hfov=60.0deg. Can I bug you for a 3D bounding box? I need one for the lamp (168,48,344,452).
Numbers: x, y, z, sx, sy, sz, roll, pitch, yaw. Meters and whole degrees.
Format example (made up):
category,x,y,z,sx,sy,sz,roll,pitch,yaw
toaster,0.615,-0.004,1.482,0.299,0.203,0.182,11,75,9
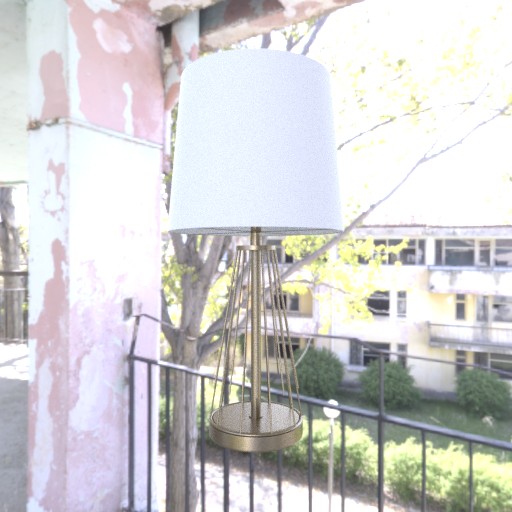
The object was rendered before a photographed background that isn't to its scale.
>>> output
category,x,y,z,sx,sy,sz,roll,pitch,yaw
lamp,0.000,0.000,0.776,0.303,0.618,0.303,0,0,0
